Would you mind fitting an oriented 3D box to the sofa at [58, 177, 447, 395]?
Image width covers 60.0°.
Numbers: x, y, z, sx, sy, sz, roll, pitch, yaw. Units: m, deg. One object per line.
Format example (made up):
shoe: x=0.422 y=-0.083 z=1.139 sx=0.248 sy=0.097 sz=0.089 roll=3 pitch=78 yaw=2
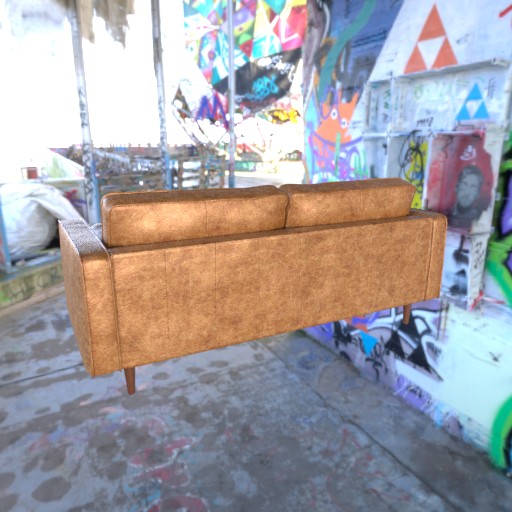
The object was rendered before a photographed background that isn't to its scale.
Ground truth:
sofa: x=0.000 y=0.000 z=2.422 sx=1.920 sy=0.825 sz=0.924 roll=-8 pitch=17 yaw=-27
